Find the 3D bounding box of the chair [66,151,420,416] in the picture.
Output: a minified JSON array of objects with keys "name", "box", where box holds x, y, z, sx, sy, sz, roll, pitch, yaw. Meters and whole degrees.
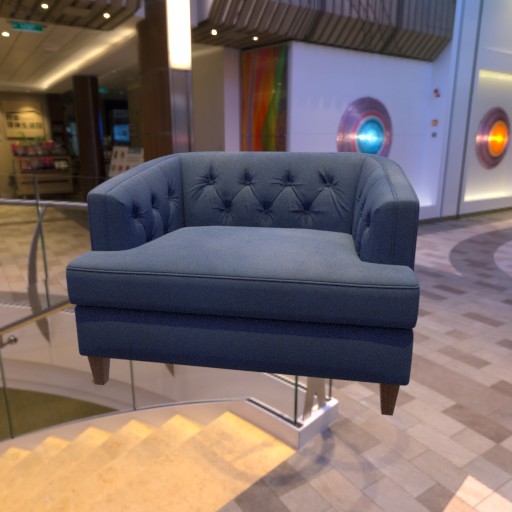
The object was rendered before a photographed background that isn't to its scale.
[{"name":"chair","box":[0.000,0.000,1.759,1.118,0.787,0.914,3,15,10]}]
